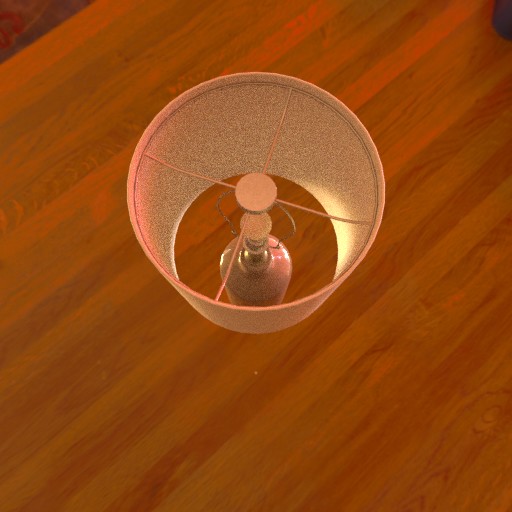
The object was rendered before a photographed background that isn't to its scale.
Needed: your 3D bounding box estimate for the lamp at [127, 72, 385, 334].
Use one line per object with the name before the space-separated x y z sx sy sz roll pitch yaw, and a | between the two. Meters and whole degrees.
lamp | 0.000 0.000 0.577 0.207 0.461 0.207 18 76 5
